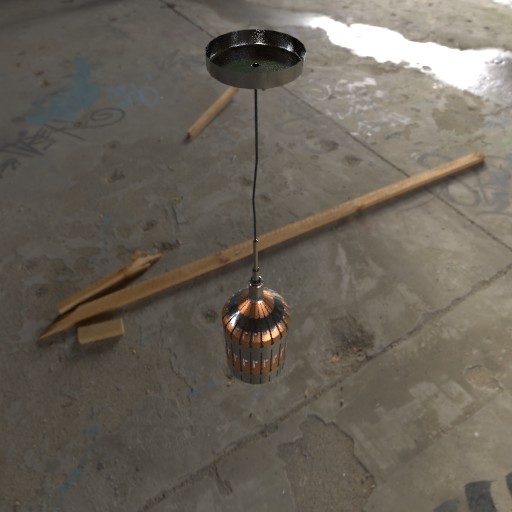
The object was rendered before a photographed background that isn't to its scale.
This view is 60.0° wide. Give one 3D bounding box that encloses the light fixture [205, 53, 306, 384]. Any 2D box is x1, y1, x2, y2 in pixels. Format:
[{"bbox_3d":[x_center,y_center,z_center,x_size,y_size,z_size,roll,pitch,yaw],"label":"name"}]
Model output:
[{"bbox_3d":[0.000,0.000,1.666,0.303,1.535,0.303,0,48,0],"label":"light fixture"}]
